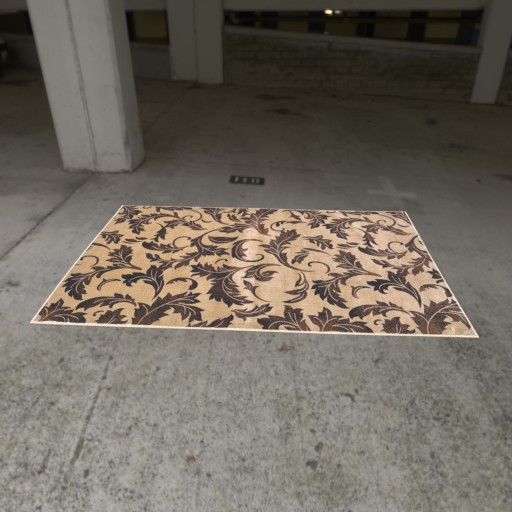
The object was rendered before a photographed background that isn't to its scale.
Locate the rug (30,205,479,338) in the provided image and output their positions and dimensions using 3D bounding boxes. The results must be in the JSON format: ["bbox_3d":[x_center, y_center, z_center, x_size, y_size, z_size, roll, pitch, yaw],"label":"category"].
[{"bbox_3d":[0.000,0.000,2.888,2.284,0.008,1.522,1,30,3],"label":"rug"}]
